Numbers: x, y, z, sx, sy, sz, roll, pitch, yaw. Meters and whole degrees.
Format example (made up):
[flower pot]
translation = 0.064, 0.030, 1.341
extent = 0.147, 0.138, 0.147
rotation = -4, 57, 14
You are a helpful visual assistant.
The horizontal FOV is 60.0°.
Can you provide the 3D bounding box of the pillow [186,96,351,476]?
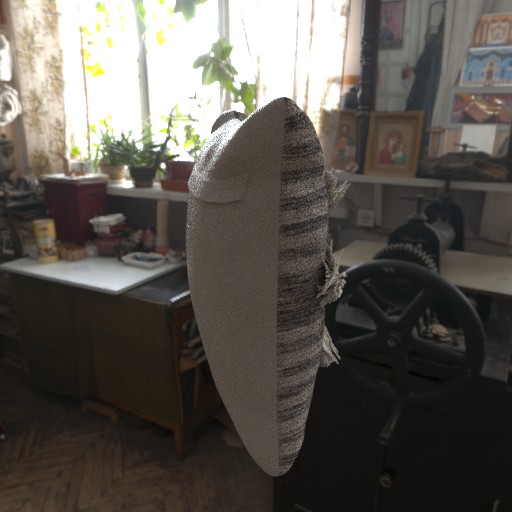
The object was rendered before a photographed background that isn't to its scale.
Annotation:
[pillow]
translation = 0.000, 0.000, 0.755
extent = 0.234, 0.490, 0.484
rotation = -3, 17, -9
